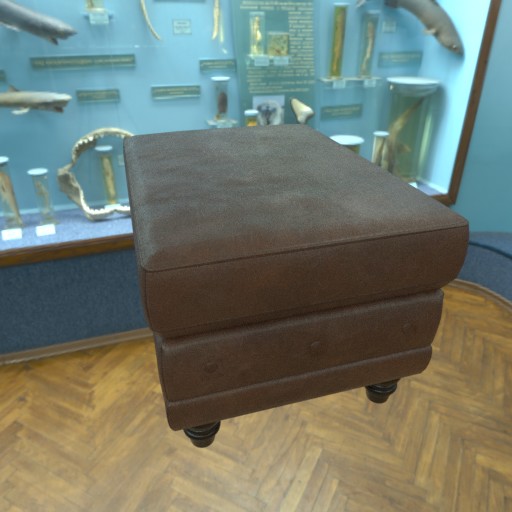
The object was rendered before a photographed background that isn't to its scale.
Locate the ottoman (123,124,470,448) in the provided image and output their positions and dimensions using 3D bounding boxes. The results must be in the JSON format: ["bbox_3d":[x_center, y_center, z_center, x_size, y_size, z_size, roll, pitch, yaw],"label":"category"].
[{"bbox_3d":[0.000,0.000,1.146,0.588,0.509,0.795,-8,30,-14],"label":"ottoman"}]
